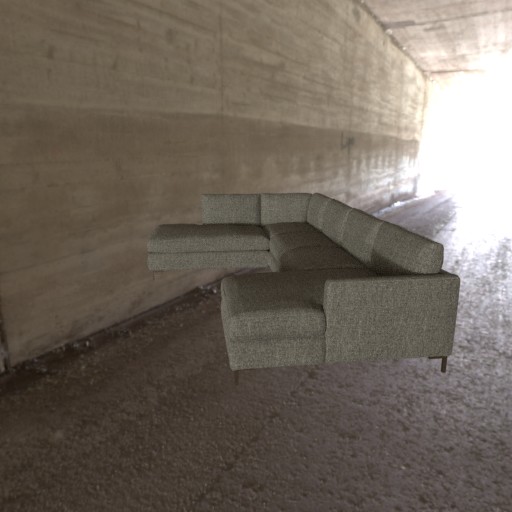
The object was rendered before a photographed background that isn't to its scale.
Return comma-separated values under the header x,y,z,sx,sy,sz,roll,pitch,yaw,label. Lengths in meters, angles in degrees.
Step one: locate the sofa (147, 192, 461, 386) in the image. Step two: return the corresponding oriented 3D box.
x,y,z,sx,sy,sz,roll,pitch,yaw,label
0.000,0.000,3.574,1.879,0.756,2.737,-2,14,-7,sofa
